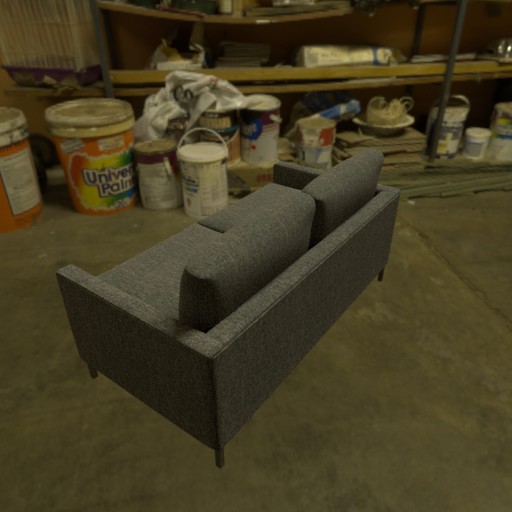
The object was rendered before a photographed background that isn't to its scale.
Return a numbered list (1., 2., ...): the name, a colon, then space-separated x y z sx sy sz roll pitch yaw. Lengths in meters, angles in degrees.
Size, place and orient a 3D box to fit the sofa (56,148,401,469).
1. sofa: 0.000 0.000 2.292 0.866 0.862 1.716 21 37 30
